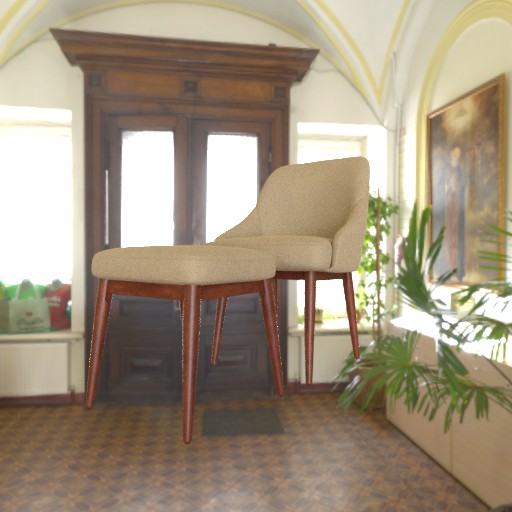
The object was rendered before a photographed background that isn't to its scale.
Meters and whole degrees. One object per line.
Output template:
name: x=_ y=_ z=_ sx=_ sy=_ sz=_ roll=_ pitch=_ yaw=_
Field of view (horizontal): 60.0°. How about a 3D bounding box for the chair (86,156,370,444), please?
chair: x=0.000 y=0.000 z=1.597 sx=0.584 sy=0.866 sz=1.114 roll=1 pitch=1 yaw=36
